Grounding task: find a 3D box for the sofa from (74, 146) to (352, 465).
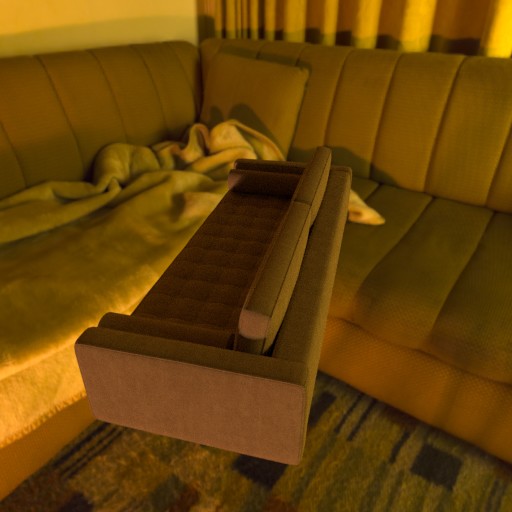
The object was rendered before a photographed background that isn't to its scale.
[{"bbox_3d":[0.000,0.000,2.566,0.919,0.770,2.200,8,32,12],"label":"sofa"}]
